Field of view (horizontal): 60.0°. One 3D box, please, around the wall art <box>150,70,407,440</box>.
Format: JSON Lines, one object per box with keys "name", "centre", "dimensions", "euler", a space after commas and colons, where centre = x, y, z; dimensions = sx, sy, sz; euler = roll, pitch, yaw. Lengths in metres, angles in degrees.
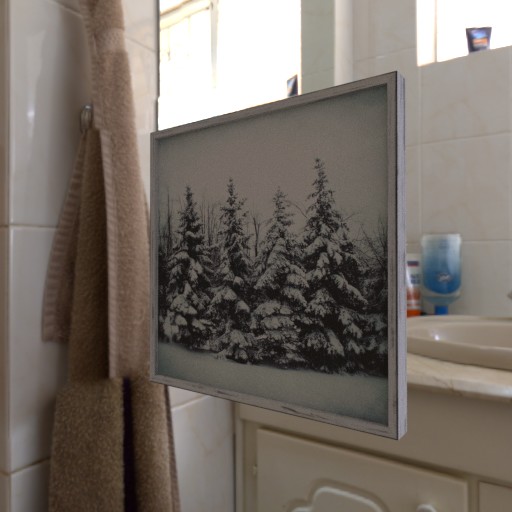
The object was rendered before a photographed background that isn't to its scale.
{"name": "wall art", "centre": [0.000, 0.000, 0.769], "dimensions": [0.506, 0.506, 0.038], "euler": [0, -1, 36]}
